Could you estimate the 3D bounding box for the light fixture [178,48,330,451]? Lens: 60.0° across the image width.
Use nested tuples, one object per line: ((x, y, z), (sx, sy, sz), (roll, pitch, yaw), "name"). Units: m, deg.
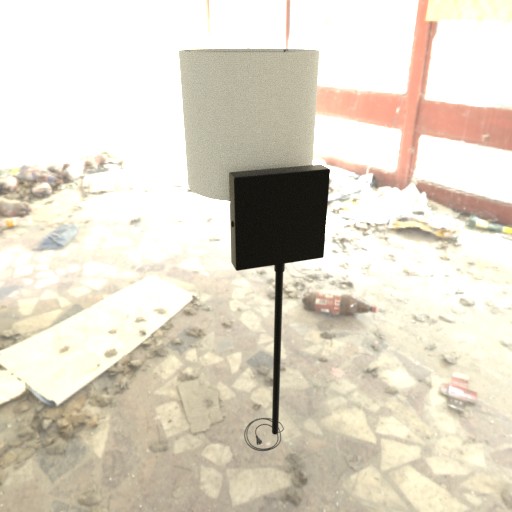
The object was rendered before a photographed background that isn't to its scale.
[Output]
((0.000, 0.000, 0.701), (0.188, 0.589, 0.248), (-8, 28, -16), "light fixture")
